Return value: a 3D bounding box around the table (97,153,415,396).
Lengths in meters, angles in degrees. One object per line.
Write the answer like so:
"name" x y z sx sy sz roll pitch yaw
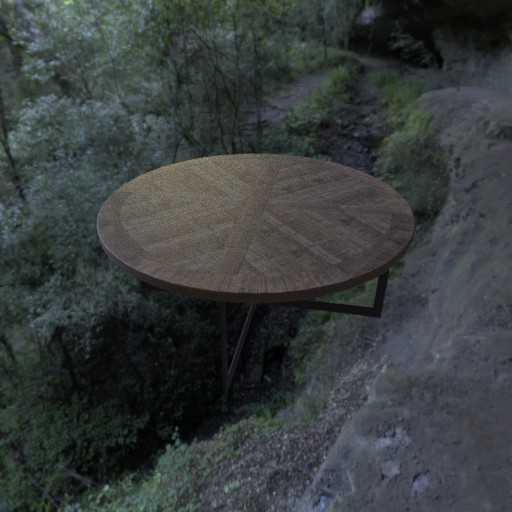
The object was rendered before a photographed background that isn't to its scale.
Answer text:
"table" 0.000 0.000 1.972 1.264 0.516 1.264 0 31 0
